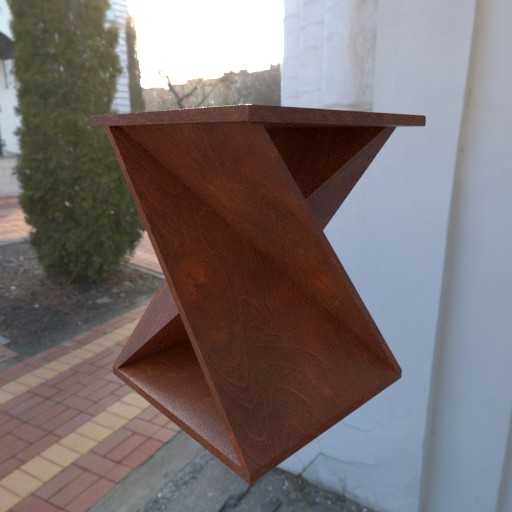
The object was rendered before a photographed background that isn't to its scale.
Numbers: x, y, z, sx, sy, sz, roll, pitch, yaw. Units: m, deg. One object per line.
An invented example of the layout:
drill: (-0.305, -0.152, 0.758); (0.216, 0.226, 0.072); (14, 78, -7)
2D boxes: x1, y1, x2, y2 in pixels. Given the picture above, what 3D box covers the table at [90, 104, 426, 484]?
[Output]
table: (0.000, 0.000, 0.861); (0.427, 0.520, 0.427); (-14, 20, -42)
